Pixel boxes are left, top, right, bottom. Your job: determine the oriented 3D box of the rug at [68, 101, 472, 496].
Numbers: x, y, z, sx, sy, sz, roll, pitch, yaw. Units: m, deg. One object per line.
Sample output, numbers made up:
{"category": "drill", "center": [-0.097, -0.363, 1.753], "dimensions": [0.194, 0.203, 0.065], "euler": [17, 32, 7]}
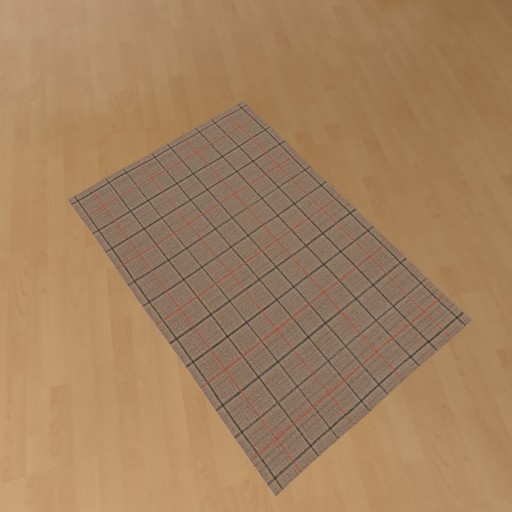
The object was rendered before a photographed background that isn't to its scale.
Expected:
{"category": "rug", "center": [0.000, 0.000, 2.295], "dimensions": [1.220, 0.013, 1.829], "euler": [-35, 68, -16]}
